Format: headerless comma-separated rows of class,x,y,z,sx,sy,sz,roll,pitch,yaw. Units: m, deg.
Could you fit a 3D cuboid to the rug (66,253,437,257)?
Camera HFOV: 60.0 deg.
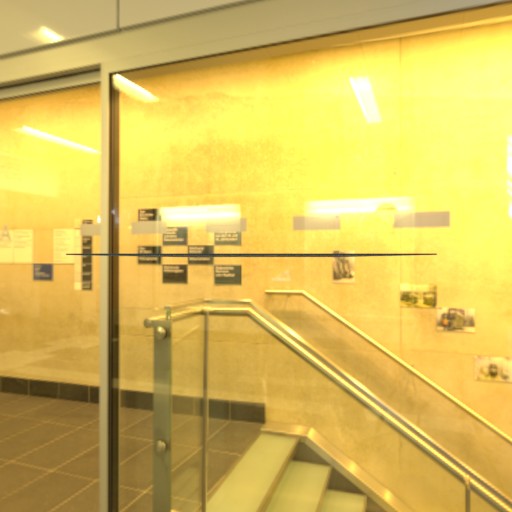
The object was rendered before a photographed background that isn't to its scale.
rug,0.000,0.000,2.337,1.200,0.005,1.819,0,0,1
